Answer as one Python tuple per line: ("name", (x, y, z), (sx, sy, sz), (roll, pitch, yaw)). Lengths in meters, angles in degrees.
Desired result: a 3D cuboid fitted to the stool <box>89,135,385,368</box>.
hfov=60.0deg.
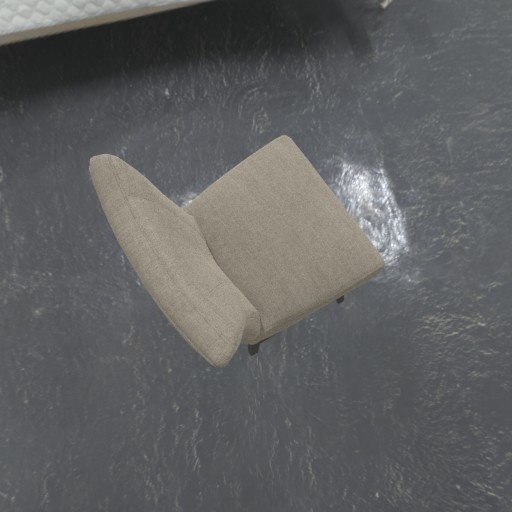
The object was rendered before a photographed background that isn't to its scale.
("stool", (0.000, 0.000, 1.362), (0.574, 1.000, 0.514), (-33, 77, -9))
